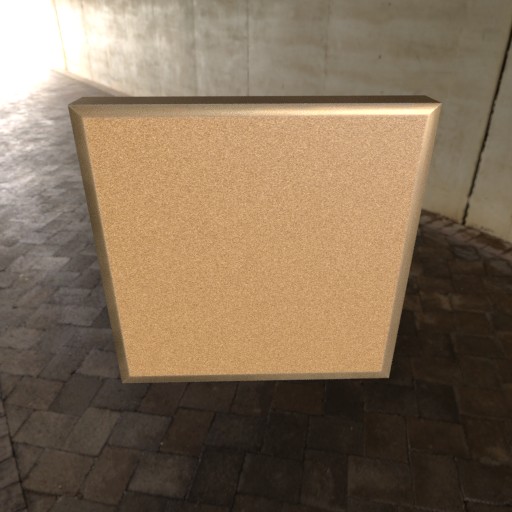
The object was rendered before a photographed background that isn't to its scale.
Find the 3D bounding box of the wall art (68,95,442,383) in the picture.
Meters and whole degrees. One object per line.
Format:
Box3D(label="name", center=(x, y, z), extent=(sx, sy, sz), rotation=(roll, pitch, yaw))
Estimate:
Box3D(label="wall art", center=(0.000, 0.000, 0.450), extent=(0.305, 0.303, 0.038), rotation=(-1, 29, -1))
